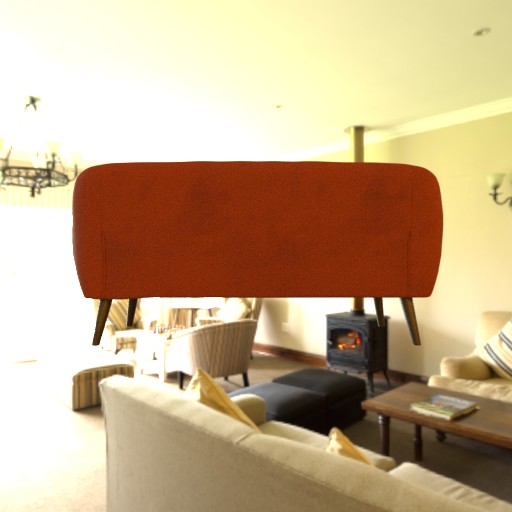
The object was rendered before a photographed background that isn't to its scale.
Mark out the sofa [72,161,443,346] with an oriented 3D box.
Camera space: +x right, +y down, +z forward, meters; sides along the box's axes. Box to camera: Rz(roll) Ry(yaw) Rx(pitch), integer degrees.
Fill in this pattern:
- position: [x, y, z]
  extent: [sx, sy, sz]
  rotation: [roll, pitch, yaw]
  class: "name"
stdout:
- position: [0.000, 0.000, 2.339]
  extent: [1.840, 0.836, 0.820]
  rotation: [0, 0, -1]
  class: "sofa"
